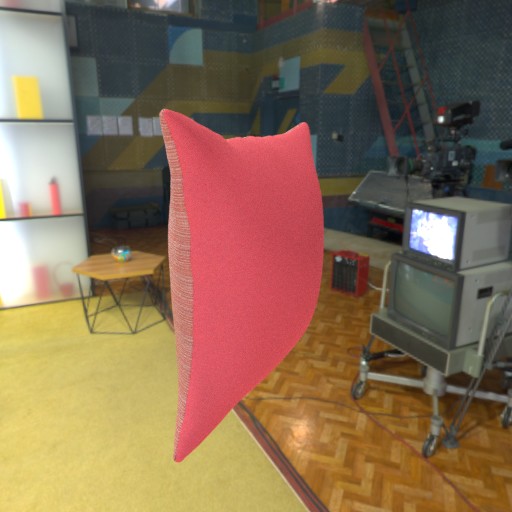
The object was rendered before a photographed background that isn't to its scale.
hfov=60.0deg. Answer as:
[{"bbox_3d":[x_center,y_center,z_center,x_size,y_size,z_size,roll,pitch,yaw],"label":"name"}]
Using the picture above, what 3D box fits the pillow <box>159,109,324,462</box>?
[{"bbox_3d":[0.000,0.000,0.831,0.229,0.501,0.559,7,17,24],"label":"pillow"}]
